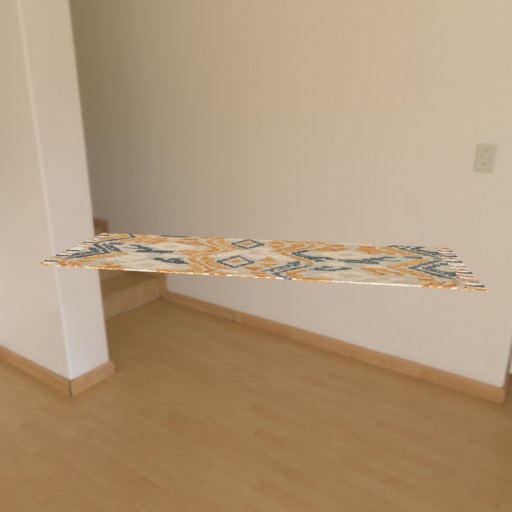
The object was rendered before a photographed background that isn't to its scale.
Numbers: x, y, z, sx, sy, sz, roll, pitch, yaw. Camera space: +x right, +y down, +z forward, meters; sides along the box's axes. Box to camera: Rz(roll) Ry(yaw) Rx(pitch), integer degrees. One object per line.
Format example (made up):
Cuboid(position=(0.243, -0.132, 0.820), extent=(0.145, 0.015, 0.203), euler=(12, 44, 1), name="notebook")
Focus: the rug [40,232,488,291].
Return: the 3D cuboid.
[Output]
Cuboid(position=(0.000, 0.000, 2.721), extent=(2.437, 0.010, 0.783), euler=(3, 17, 9), name="rug")
